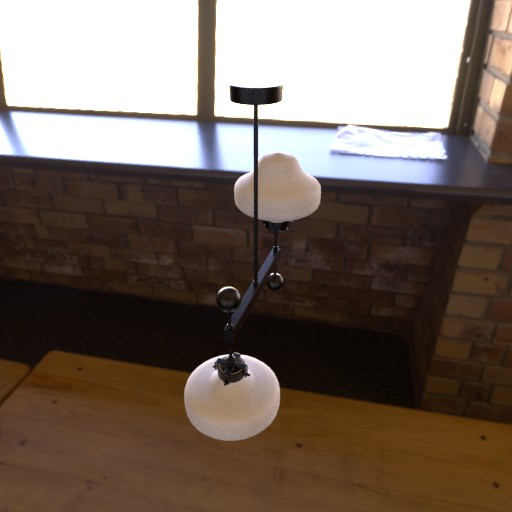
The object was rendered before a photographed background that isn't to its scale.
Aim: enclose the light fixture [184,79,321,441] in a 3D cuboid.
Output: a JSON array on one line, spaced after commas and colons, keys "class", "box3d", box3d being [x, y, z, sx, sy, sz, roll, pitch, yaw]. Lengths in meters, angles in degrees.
[{"class": "light fixture", "box3d": [0.000, 0.000, 1.012, 0.422, 0.743, 0.489, -10, 32, -16]}]
